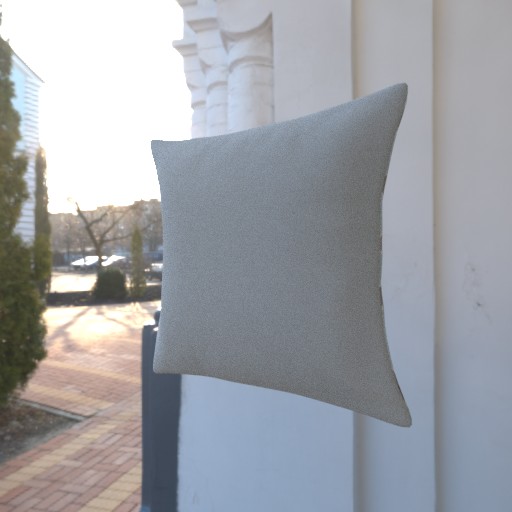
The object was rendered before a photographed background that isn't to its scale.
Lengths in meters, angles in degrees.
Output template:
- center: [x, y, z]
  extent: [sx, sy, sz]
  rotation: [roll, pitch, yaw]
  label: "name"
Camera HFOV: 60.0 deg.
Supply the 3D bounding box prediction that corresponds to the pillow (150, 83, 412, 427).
- center: [0.000, 0.000, 0.807]
  extent: [0.552, 0.508, 0.166]
  rotation: [0, -1, 35]
  label: "pillow"
